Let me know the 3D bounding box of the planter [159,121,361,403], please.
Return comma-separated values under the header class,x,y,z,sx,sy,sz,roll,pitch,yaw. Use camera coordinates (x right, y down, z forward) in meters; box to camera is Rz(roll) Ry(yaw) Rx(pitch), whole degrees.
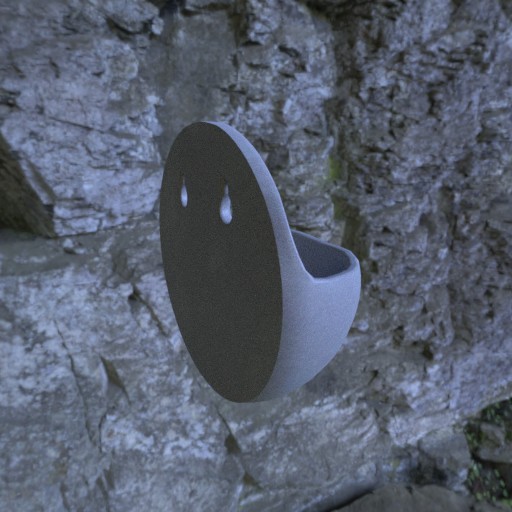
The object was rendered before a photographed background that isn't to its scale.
class,x,y,z,sx,sy,sz,roll,pitch,yaw
planter,0.000,0.000,0.283,0.073,0.164,0.190,-8,17,-28
